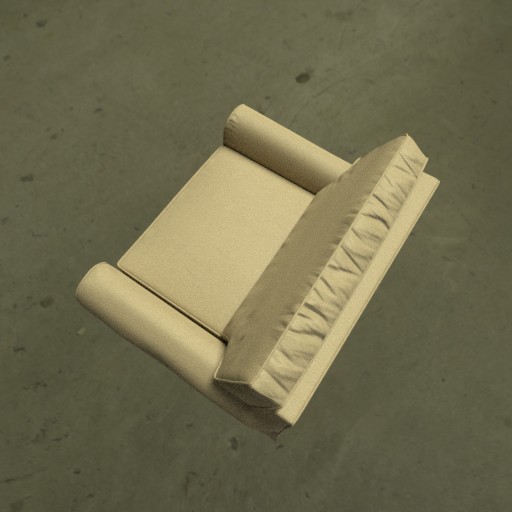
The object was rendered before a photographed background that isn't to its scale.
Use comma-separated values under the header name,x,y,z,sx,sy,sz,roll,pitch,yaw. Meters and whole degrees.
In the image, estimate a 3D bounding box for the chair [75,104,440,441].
name,x,y,z,sx,sy,sz,roll,pitch,yaw
chair,0.000,0.000,1.762,0.903,0.937,1.096,32,69,13
